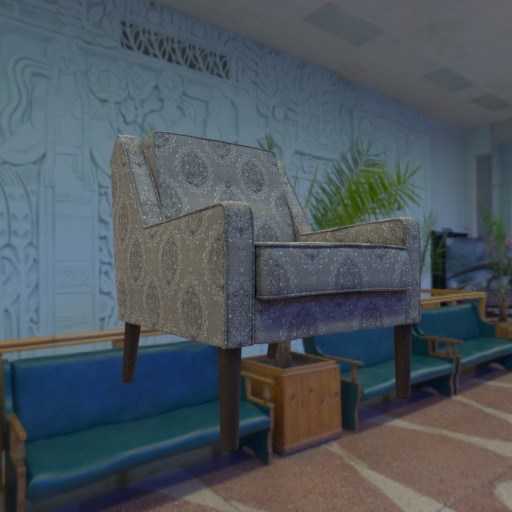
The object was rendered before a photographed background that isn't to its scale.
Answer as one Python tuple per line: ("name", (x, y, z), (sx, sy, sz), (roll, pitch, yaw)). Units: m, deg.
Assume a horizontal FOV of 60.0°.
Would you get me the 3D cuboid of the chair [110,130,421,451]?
("chair", (0.000, 0.000, 1.332), (0.665, 0.797, 0.750), (0, 0, -35))
